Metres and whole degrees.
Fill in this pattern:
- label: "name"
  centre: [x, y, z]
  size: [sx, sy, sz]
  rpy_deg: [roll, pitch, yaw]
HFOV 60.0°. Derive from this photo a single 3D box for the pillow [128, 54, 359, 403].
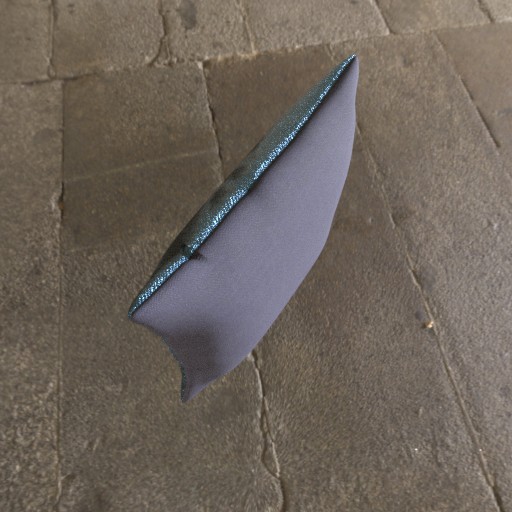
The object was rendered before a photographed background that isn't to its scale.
- label: "pillow"
  centre: [0.000, 0.000, 0.655]
  size: [0.138, 0.430, 0.436]
  rpy_deg: [32, 68, 15]
